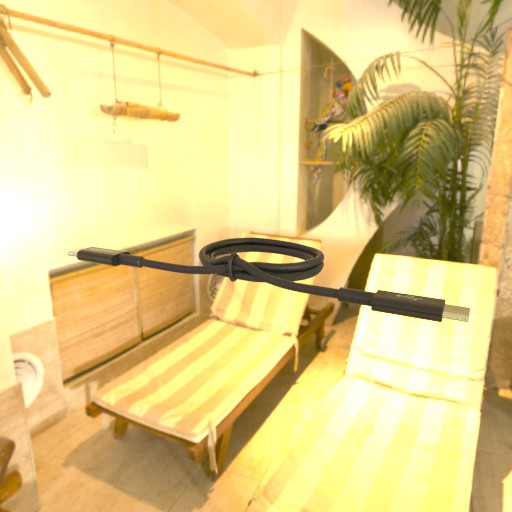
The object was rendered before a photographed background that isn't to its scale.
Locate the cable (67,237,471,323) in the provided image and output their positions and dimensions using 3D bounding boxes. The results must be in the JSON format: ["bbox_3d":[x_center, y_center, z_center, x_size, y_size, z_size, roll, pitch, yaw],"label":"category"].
[{"bbox_3d":[0.000,0.000,0.229,0.203,0.014,0.070,7,17,26],"label":"cable"}]
